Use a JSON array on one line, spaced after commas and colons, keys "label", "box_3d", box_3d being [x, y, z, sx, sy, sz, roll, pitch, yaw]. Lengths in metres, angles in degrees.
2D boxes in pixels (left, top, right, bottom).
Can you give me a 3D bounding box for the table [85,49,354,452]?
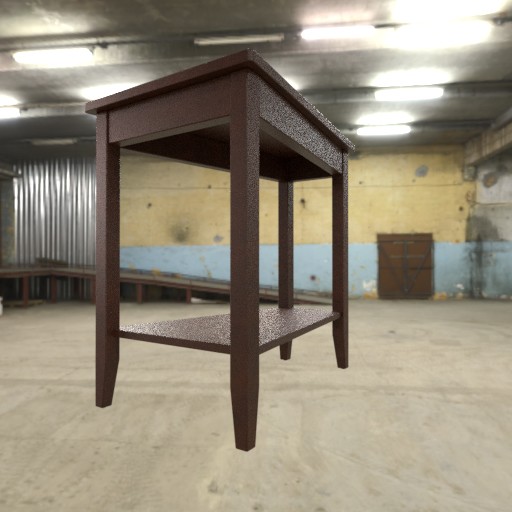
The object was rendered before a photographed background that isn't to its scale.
[{"label": "table", "box_3d": [0.000, 0.000, 0.993, 0.399, 0.589, 0.605, 0, -1, 35]}]
